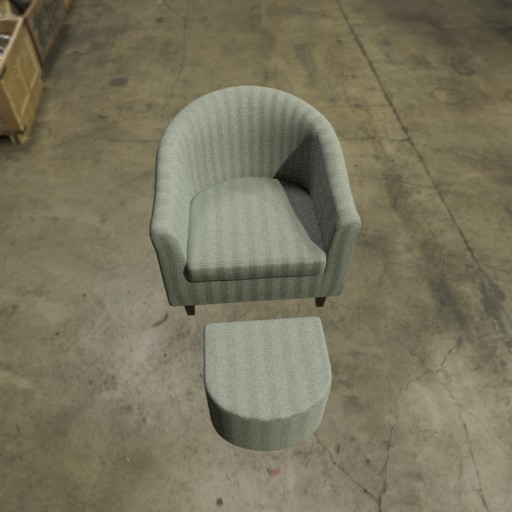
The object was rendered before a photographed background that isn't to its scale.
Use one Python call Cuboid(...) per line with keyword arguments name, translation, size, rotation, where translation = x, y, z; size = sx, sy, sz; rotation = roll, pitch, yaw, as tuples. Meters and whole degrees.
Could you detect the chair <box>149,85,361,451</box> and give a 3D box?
Cuboid(name="chair", translation=(0.000, 0.000, 1.727), size=(0.756, 0.757, 1.288), rotation=(-3, 48, -3))
